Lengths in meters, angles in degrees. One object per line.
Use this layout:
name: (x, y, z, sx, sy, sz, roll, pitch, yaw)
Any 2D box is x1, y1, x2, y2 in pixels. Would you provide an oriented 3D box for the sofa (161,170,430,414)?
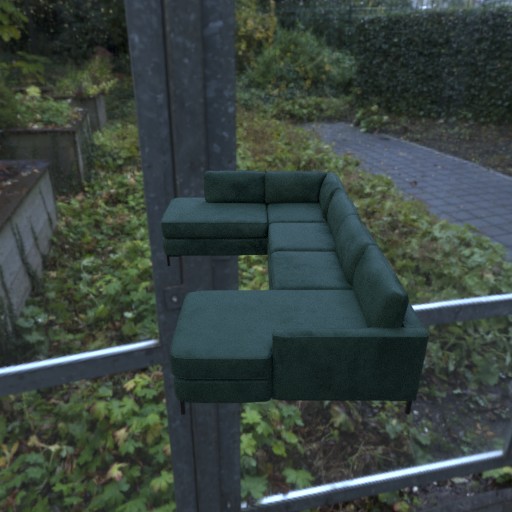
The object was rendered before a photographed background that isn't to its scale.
sofa: (0.000, 0.000, 3.910, 1.992, 0.861, 2.994, 0, 25, 0)
